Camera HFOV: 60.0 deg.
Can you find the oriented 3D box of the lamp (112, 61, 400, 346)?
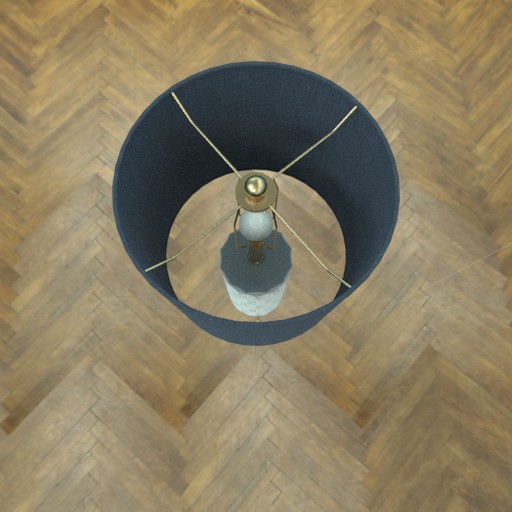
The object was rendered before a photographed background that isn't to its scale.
[{"bbox_3d":[0.000,0.000,0.685,0.277,0.537,0.277,-2,75,0],"label":"lamp"}]
